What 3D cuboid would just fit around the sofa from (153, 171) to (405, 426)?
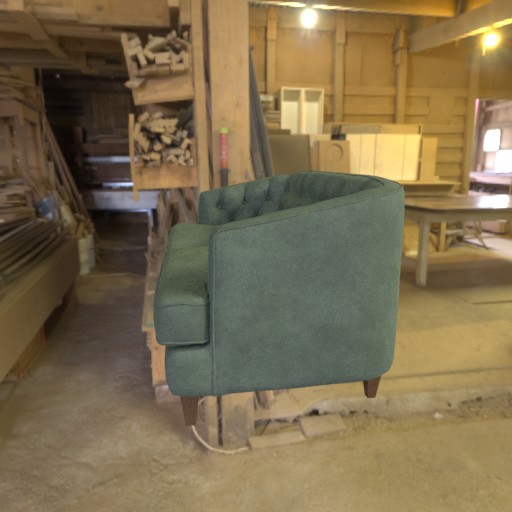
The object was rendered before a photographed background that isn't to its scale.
[{"bbox_3d":[0.000,0.000,2.303,0.941,0.855,1.733,-2,12,-8],"label":"sofa"}]
